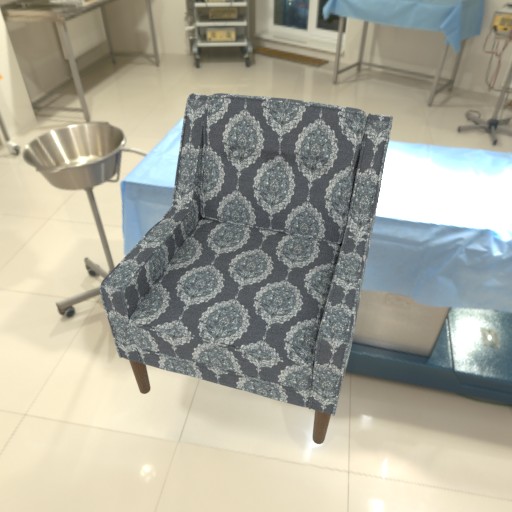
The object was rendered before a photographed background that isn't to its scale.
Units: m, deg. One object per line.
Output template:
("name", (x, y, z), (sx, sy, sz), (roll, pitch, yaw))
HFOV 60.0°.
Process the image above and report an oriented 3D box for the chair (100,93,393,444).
("chair", (0.000, 0.000, 1.377), (0.663, 0.792, 0.743), (11, 41, 13))
